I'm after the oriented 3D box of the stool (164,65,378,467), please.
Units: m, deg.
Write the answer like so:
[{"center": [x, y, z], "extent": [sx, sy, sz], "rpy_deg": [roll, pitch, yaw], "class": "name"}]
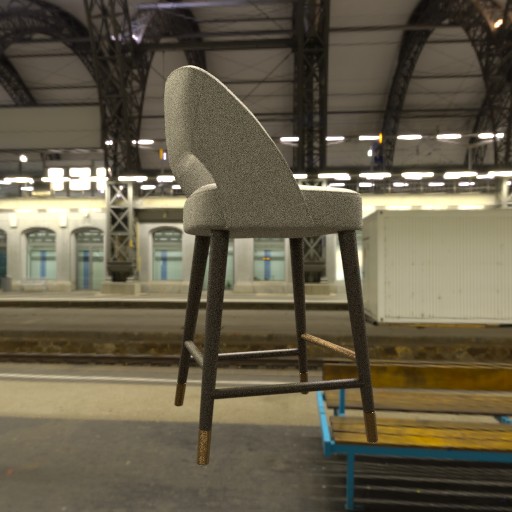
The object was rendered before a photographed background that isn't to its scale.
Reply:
[{"center": [0.000, 0.000, 1.256], "extent": [0.509, 0.940, 0.494], "rpy_deg": [0, -1, -17], "class": "stool"}]
